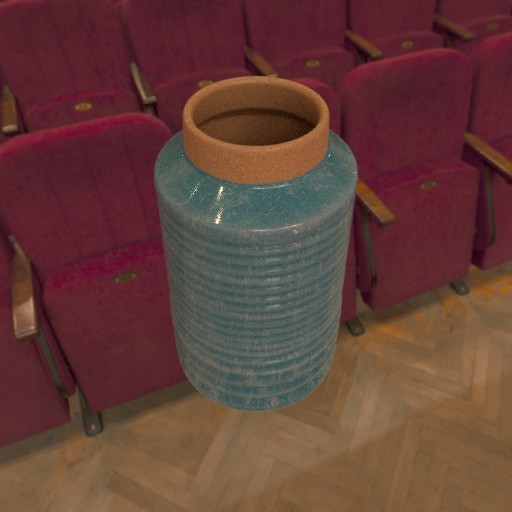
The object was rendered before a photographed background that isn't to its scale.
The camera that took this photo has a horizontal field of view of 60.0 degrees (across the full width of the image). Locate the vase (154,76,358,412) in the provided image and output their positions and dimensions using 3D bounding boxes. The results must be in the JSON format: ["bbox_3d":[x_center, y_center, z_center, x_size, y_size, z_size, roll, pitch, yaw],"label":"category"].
[{"bbox_3d":[0.000,0.000,0.371,0.163,0.267,0.163,0,47,0],"label":"vase"}]
